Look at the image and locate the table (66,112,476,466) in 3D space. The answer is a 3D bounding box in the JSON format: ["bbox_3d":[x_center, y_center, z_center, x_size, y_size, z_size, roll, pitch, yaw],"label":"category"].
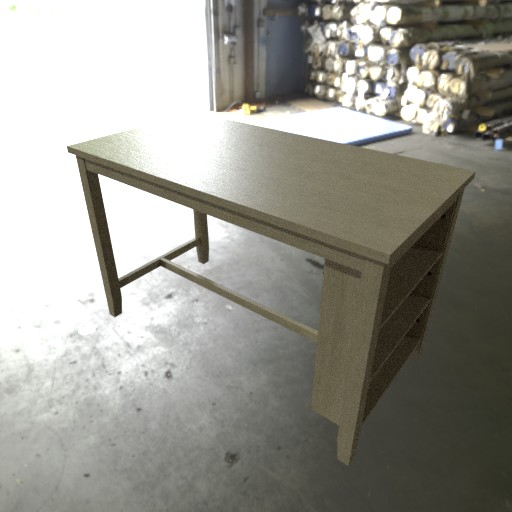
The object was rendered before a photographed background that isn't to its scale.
[{"bbox_3d":[0.000,0.000,1.911,1.397,0.874,0.729,22,38,32],"label":"table"}]
